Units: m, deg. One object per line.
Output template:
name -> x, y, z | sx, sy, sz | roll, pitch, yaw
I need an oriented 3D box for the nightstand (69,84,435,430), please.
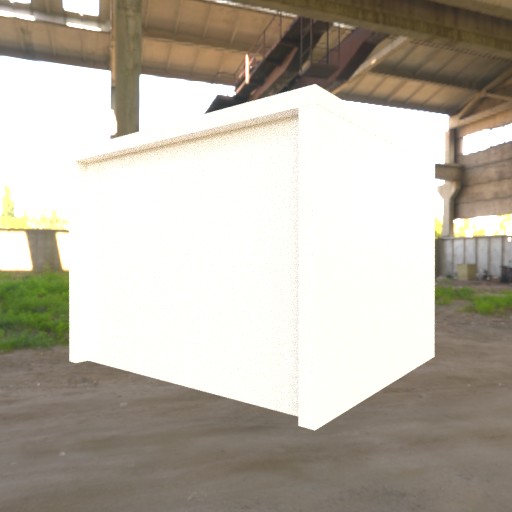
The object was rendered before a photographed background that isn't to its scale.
nightstand -> 0.000, 0.000, 0.753 | 0.470, 0.351, 0.408 | 0, 0, 38
